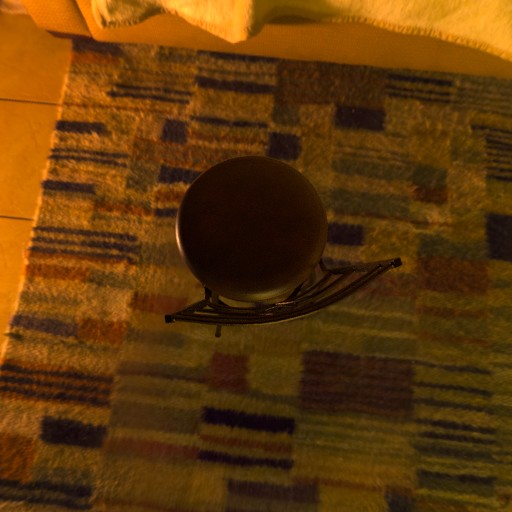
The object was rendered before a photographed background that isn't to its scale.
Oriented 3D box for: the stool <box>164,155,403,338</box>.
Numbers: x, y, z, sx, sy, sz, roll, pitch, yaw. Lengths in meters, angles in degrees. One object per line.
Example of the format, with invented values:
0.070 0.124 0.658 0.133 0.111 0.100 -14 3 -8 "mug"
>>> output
0.000 0.000 1.374 0.434 1.117 0.534 -14 76 -4 "stool"
